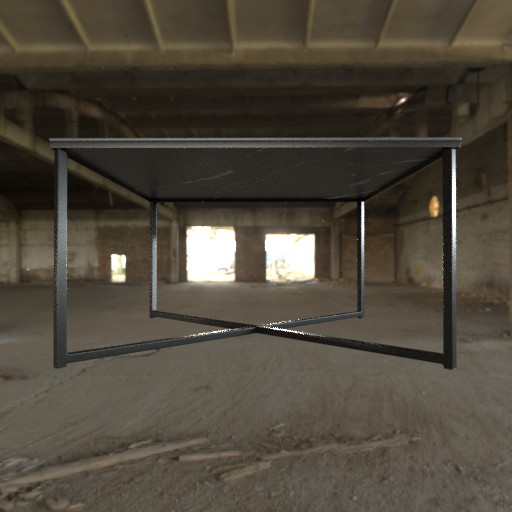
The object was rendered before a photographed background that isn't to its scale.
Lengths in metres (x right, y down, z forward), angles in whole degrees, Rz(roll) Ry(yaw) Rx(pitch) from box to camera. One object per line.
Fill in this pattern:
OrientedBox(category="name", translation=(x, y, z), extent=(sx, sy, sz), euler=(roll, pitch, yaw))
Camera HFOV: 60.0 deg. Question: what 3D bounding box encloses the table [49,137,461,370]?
OrientedBox(category="table", translation=(0.000, 0.000, 1.256), extent=(0.800, 0.450, 0.800), euler=(0, -1, 0))
